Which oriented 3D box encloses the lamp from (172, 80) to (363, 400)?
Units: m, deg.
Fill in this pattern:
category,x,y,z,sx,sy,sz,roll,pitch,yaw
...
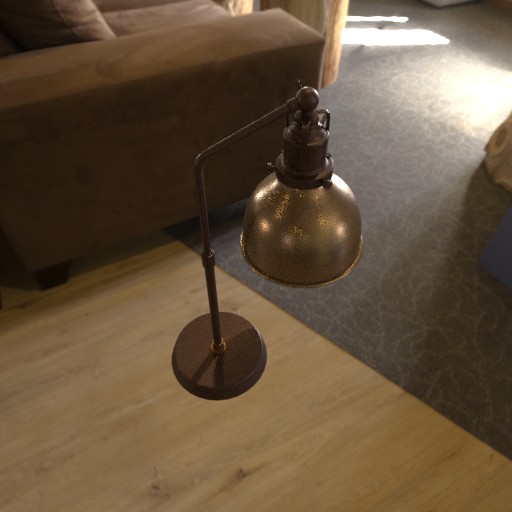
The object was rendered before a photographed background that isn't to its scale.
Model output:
category,x,y,z,sx,sy,sz,roll,pitch,yaw
lamp,0.000,0.000,0.612,0.298,0.469,0.175,-9,48,-9
